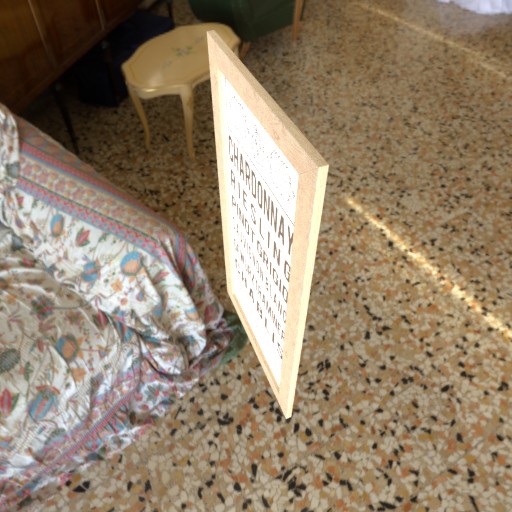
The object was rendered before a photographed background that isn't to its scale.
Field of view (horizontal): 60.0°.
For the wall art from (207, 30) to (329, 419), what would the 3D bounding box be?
[{"bbox_3d":[0.000,0.000,0.844,0.013,0.683,0.381,-17,51,-15],"label":"wall art"}]
